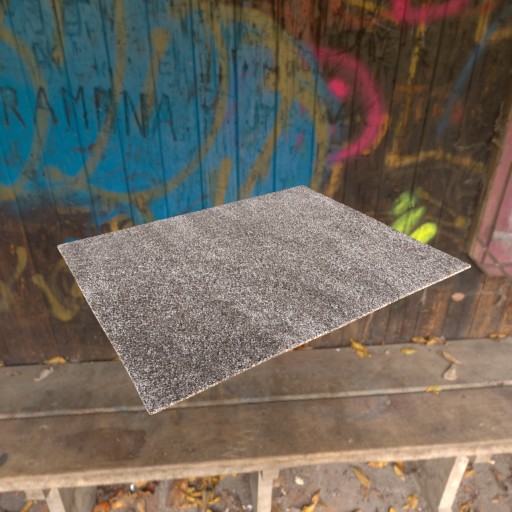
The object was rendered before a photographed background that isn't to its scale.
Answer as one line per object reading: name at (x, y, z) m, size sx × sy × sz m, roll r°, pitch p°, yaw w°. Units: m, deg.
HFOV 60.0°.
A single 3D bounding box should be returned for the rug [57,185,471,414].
rug at (0.000, 0.000, 4.095) m, size 3.000 × 0.025 × 2.401 m, roll -18°, pitch 34°, yaw -28°
